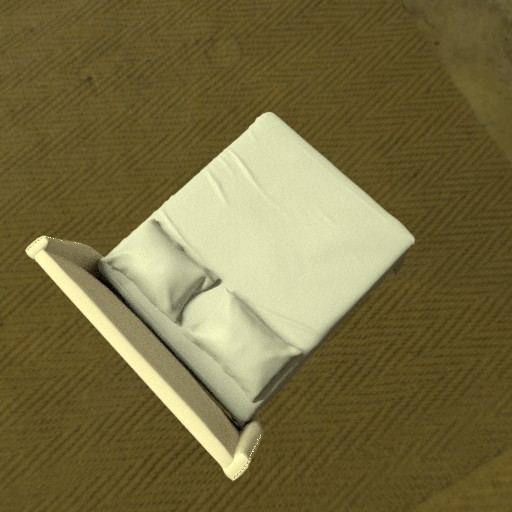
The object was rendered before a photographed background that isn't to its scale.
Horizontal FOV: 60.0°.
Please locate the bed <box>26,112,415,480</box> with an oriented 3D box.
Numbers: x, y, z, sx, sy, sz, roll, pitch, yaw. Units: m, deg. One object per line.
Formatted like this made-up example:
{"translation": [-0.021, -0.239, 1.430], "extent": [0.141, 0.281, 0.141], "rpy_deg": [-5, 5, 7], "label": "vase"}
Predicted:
{"translation": [0.000, 0.000, 3.453], "extent": [1.925, 1.332, 2.276], "rpy_deg": [44, 80, 10], "label": "bed"}
